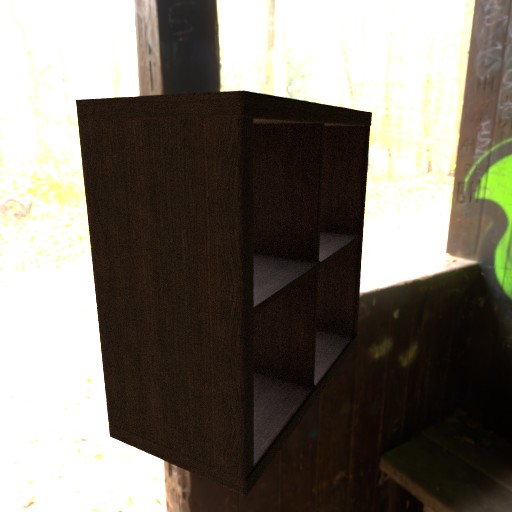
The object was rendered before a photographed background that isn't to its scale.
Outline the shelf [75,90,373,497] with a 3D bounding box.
[{"bbox_3d":[0.000,0.000,1.232,0.390,0.786,0.790,8,17,28],"label":"shelf"}]
